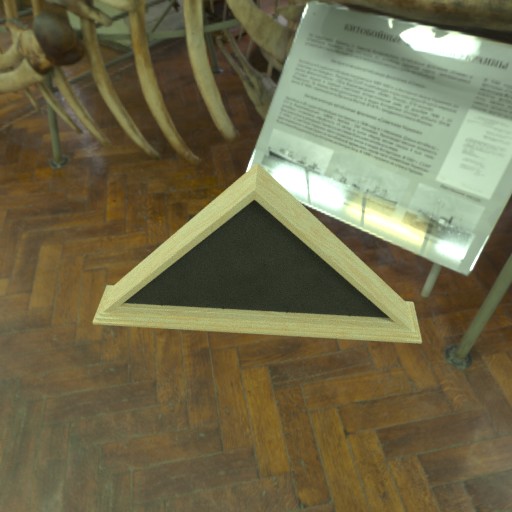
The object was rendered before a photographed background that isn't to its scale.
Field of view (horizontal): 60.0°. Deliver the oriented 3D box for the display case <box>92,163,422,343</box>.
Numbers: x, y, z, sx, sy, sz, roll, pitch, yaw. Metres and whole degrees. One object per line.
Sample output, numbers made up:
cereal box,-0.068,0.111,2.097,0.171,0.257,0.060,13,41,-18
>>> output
display case,0.000,0.000,0.771,0.640,0.340,0.095,3,47,3
